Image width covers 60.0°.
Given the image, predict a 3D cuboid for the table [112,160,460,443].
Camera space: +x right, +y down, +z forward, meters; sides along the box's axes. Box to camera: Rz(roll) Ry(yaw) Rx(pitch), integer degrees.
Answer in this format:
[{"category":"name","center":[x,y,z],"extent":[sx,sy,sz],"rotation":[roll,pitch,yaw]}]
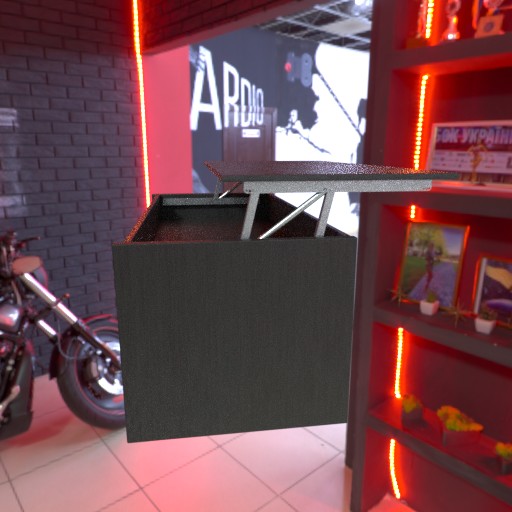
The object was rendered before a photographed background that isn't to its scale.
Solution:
[{"category":"table","center":[0.000,0.000,1.421],"extent":[0.712,0.570,1.000],"rotation":[-2,14,-8]}]
